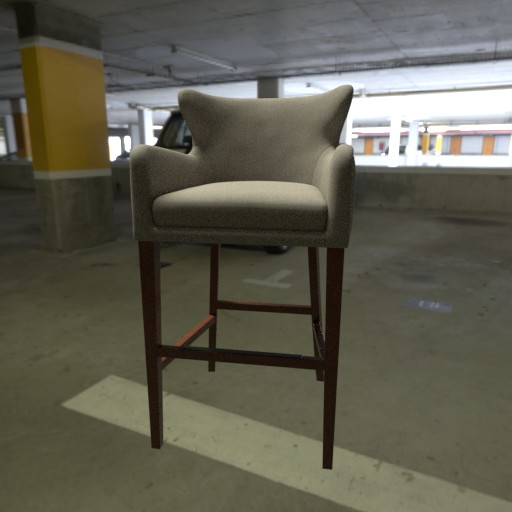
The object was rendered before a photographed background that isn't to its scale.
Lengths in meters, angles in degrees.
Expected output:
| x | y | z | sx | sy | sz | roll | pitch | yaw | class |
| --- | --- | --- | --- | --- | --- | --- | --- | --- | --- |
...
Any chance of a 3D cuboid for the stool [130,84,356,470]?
| x | y | z | sx | sy | sz | roll | pitch | yaw | class |
| --- | --- | --- | --- | --- | --- | --- | --- | --- | --- |
| 0.000 | 0.000 | 1.403 | 0.575 | 1.047 | 0.575 | 2 | 14 | 10 | stool |
